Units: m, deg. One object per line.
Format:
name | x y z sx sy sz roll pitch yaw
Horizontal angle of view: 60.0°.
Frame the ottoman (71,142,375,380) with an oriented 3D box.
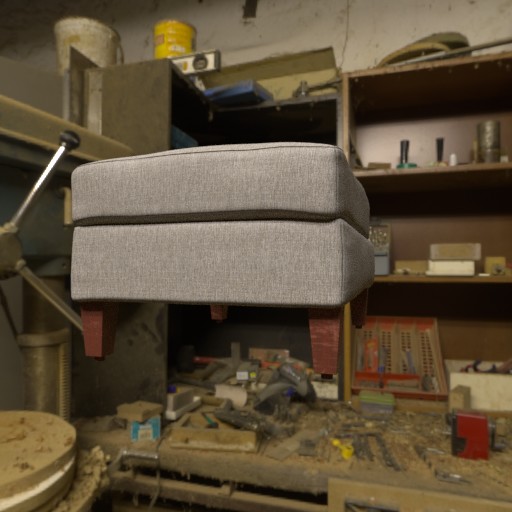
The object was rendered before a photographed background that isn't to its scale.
ottoman | 0.000 0.000 1.298 0.639 0.494 0.873 0 -1 18
